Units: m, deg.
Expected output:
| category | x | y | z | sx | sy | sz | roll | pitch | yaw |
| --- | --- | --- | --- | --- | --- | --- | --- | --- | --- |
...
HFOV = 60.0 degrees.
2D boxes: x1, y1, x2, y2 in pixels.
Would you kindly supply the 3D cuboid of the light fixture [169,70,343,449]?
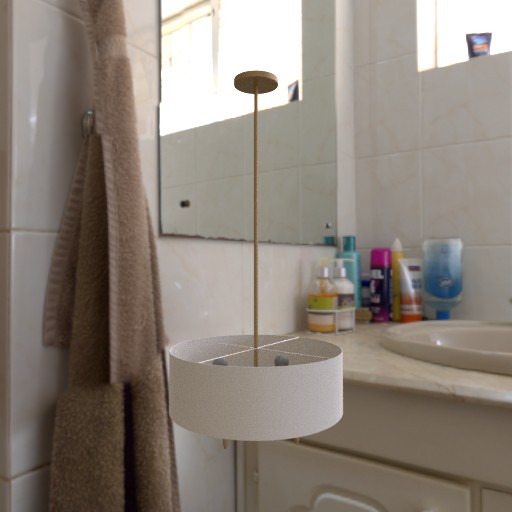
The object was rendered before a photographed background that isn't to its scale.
| category | x | y | z | sx | sy | sz | roll | pitch | yaw |
| --- | --- | --- | --- | --- | --- | --- | --- | --- | --- |
| light fixture | 0.000 | 0.000 | 1.329 | 0.508 | 1.067 | 0.508 | 0 | -1 | 0 |
